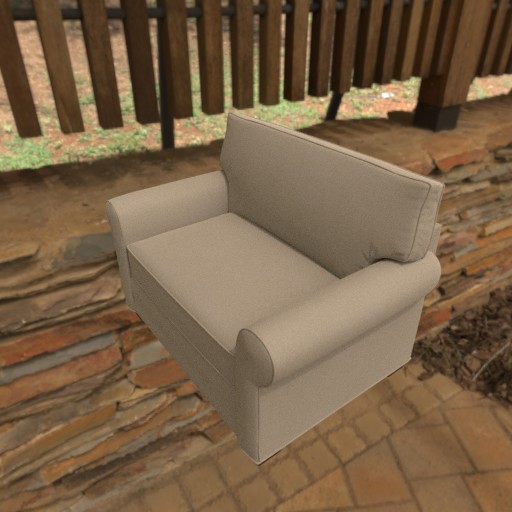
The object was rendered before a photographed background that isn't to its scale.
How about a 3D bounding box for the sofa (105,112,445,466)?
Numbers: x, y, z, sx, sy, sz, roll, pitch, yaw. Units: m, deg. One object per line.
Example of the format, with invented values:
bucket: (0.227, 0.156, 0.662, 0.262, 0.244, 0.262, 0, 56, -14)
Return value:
sofa: (0.000, 0.000, 2.082, 0.937, 1.006, 1.405, -21, 37, -31)
